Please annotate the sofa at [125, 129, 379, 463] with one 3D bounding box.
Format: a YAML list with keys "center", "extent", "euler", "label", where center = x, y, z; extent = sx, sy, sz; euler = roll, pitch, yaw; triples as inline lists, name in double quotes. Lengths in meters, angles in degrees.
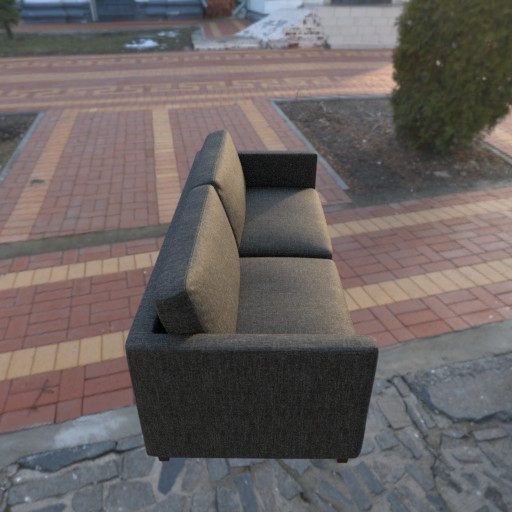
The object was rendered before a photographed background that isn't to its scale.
- center: [0.000, 0.000, 2.637]
  extent: [0.948, 0.960, 2.208]
  euler: [0, 32, 1]
  label: "sofa"
